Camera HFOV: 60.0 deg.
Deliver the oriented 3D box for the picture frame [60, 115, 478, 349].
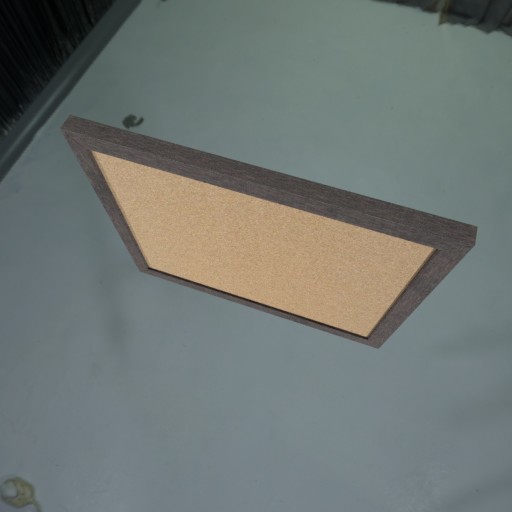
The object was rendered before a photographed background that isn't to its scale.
[{"bbox_3d":[0.000,0.000,0.762,0.546,0.455,0.026,17,64,8],"label":"picture frame"}]
